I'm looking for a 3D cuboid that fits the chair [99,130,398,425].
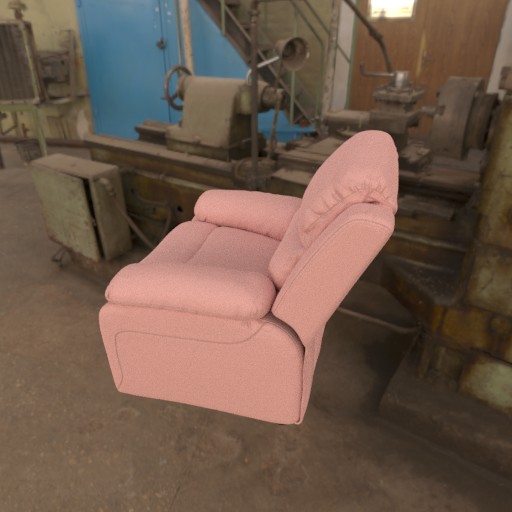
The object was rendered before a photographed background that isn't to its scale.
[{"bbox_3d":[0.000,0.000,1.276,0.709,0.702,0.680,8,30,14],"label":"chair"}]
